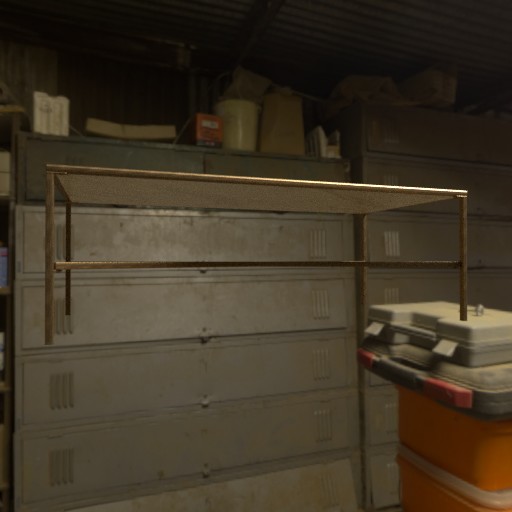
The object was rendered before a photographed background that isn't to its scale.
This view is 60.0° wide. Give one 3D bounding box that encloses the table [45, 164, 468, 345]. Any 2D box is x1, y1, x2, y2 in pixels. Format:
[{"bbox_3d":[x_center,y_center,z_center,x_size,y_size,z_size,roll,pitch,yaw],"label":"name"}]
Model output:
[{"bbox_3d":[0.000,0.000,1.459,1.197,0.405,0.577,0,-1,-19],"label":"table"}]
